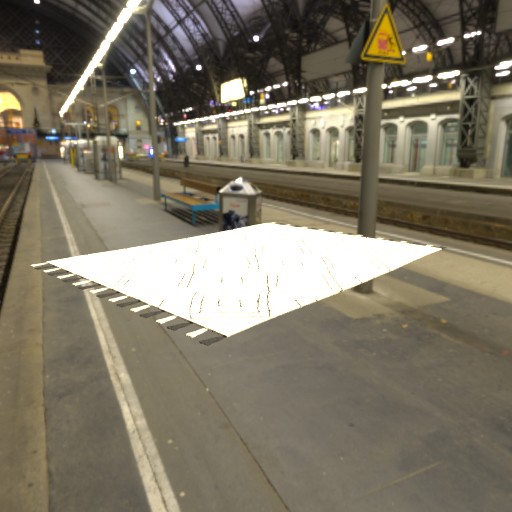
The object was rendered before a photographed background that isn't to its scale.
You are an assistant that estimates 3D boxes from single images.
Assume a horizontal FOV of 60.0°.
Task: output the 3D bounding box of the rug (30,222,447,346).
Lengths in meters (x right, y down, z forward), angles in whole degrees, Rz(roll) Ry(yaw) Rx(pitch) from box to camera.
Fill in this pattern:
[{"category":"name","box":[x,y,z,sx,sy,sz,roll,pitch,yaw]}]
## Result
[{"category":"rug","box":[0.000,0.000,4.165,2.342,0.026,3.221,12,18,42]}]
